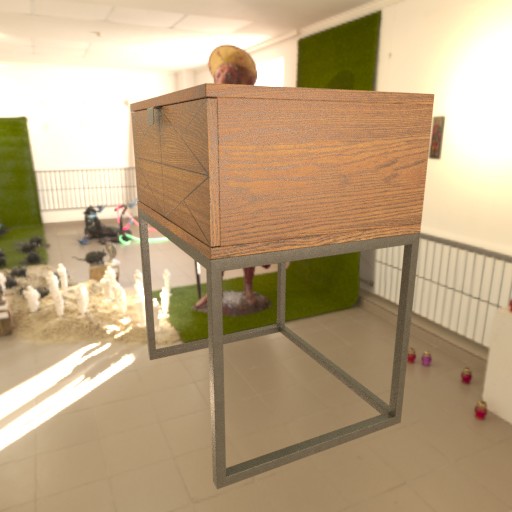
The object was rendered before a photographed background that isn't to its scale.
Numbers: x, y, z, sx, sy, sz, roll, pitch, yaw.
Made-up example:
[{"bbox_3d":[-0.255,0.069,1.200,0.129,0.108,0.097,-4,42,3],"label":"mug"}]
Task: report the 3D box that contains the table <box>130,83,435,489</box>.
[{"bbox_3d":[0.000,0.000,0.914,0.400,0.610,0.482,-8,17,-25],"label":"table"}]
